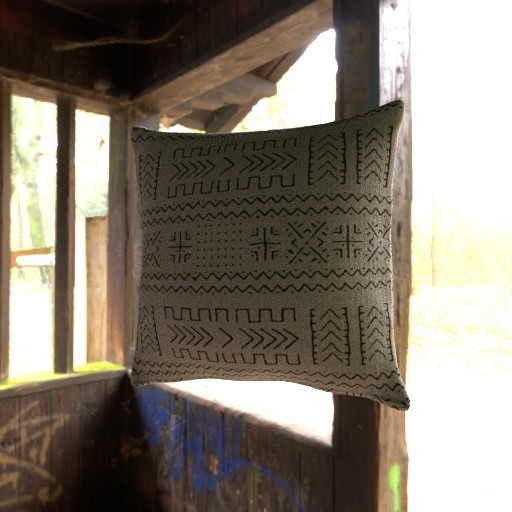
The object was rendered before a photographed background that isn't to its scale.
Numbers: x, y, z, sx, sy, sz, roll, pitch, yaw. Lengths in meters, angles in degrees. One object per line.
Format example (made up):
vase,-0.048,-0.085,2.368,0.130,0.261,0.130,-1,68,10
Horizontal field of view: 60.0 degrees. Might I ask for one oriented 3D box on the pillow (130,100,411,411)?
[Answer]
pillow,0.000,0.000,0.666,0.438,0.430,0.164,0,0,19
